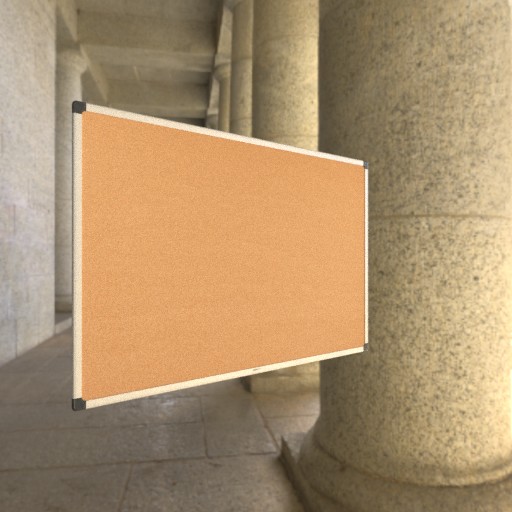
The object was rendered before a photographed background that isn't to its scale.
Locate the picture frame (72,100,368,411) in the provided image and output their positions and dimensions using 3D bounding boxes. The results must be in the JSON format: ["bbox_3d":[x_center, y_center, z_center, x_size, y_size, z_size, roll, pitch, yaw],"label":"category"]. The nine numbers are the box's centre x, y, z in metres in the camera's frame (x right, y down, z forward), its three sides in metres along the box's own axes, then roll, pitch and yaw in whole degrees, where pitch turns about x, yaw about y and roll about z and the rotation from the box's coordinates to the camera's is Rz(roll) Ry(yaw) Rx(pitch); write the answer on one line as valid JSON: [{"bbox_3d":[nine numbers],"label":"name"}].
[{"bbox_3d":[0.000,0.000,1.130,0.900,0.600,0.010,0,0,-38],"label":"picture frame"}]
